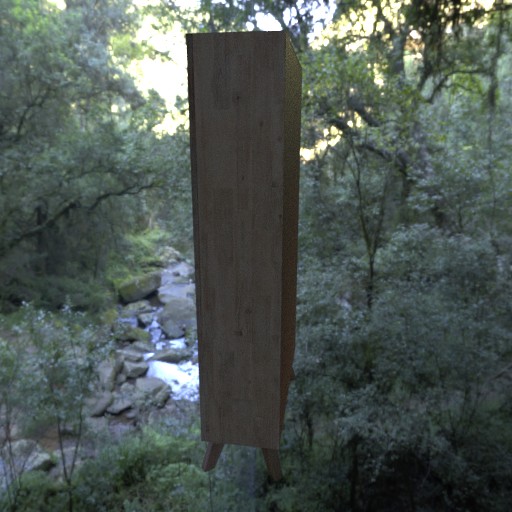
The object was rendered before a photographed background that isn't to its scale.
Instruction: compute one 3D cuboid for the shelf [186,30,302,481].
[{"bbox_3d":[0.000,0.000,1.757,0.308,1.471,0.748,2,16,9],"label":"shelf"}]
